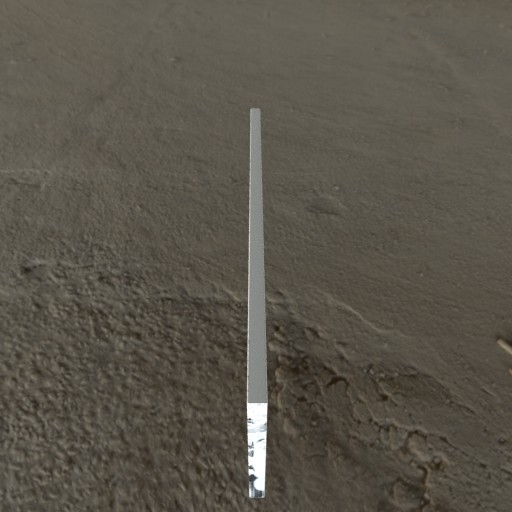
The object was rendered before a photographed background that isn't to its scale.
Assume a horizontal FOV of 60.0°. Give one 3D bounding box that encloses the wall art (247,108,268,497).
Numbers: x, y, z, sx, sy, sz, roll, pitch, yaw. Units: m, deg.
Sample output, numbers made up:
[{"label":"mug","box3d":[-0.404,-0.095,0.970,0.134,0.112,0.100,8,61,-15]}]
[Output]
[{"label":"wall art","box3d":[0.000,0.000,1.674,0.044,0.507,1.520,0,41,0]}]
